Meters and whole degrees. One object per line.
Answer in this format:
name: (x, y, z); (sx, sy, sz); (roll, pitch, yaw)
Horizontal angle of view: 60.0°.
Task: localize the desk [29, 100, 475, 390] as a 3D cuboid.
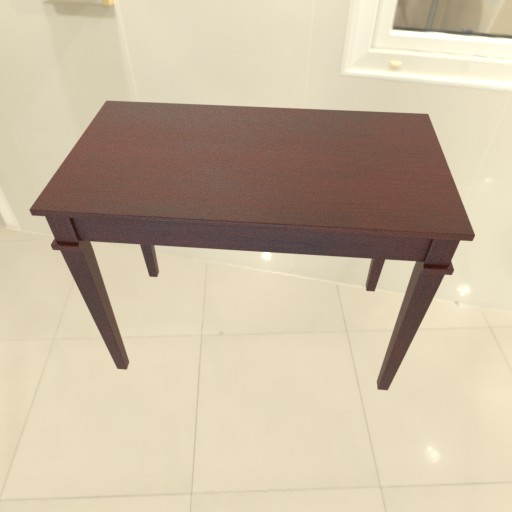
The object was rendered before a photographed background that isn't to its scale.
desk: (0.000, 0.000, 1.451); (1.001, 0.762, 0.549); (4, 45, 4)
